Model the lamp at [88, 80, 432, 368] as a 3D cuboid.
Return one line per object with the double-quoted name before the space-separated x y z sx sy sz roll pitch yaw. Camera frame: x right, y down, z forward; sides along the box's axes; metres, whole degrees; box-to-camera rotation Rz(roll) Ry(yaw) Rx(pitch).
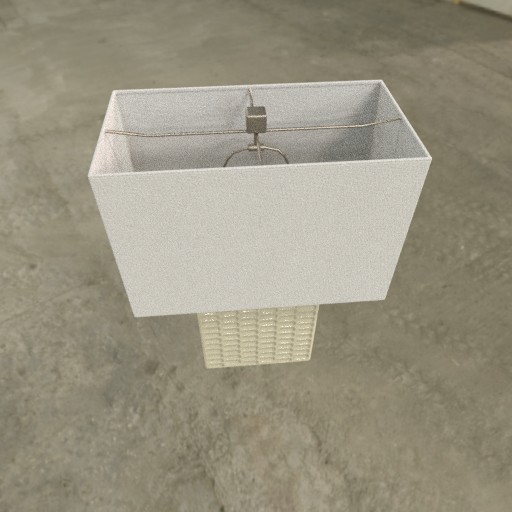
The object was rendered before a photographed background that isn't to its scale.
"lamp" 0.000 0.000 0.730 0.380 0.515 0.200 -4 46 -3
